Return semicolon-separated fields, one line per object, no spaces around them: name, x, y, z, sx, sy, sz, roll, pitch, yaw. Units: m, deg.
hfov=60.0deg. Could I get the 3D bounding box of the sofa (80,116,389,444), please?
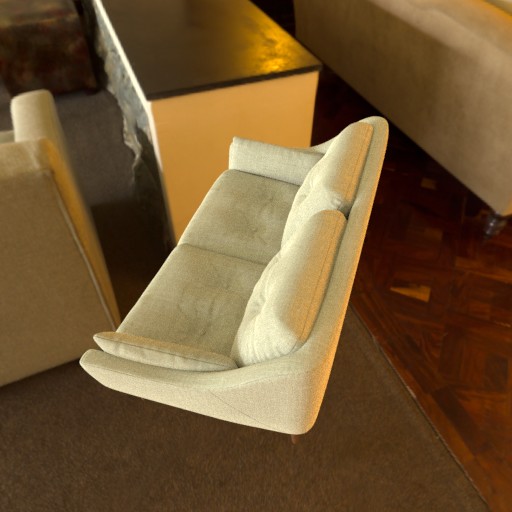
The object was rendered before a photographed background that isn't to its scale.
sofa;0.000;0.000;2.182;0.965;0.888;1.652;14;48;13
